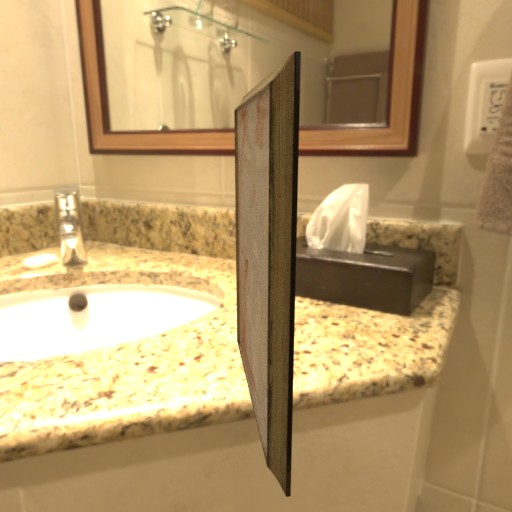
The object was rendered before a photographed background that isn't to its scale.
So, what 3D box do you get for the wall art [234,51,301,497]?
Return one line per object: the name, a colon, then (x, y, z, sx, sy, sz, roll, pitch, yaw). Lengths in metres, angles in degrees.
wall art: (0.000, 0.000, 0.617, 0.023, 0.457, 0.381, -2, 14, -8)
